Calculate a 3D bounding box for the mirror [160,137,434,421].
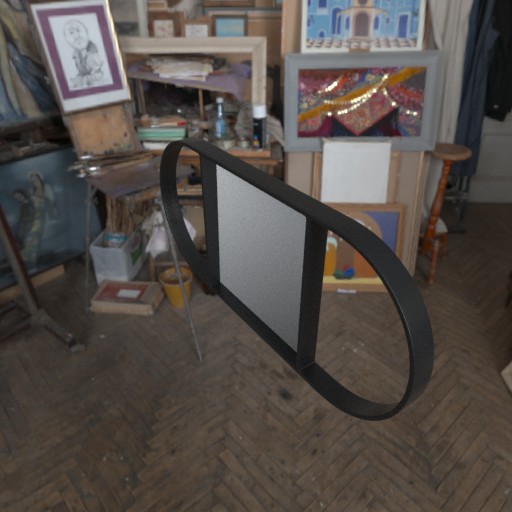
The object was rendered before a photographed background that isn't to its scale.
[{"bbox_3d":[0.000,0.000,0.651,0.032,0.254,0.584,-21,39,-29],"label":"mirror"}]
